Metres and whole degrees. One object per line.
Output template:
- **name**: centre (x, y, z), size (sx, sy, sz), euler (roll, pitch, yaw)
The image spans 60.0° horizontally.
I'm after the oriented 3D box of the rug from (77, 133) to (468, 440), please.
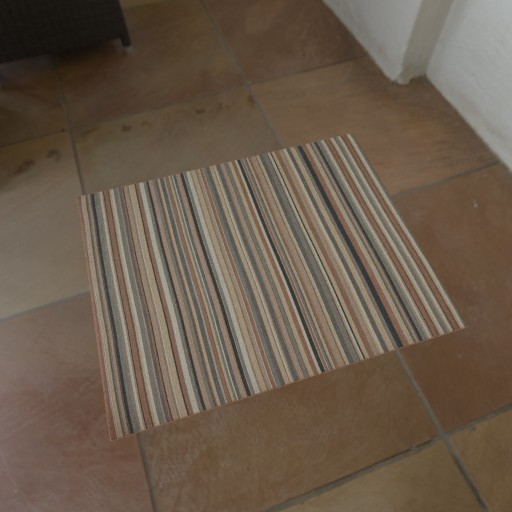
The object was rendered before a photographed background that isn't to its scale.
- **rug**: centre (0.000, 0.000, 4.143), size (3.045, 0.011, 2.436), euler (-15, 60, -9)
